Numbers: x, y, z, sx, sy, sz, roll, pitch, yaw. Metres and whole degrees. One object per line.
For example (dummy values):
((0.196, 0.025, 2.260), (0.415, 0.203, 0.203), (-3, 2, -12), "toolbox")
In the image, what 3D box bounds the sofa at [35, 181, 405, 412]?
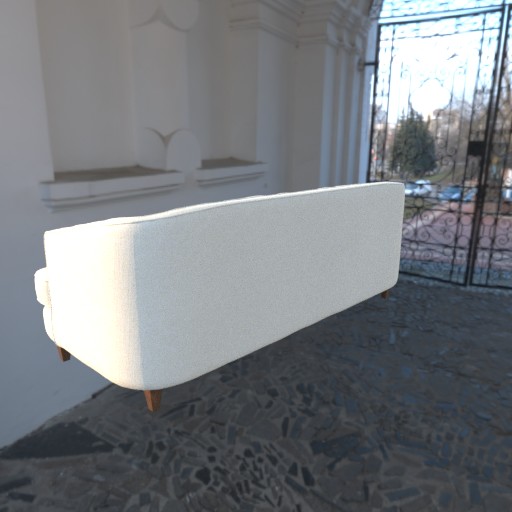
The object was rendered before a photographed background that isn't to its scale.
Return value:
((0.000, 0.000, 2.681), (0.941, 0.855, 2.278), (14, 20, 43), "sofa")
